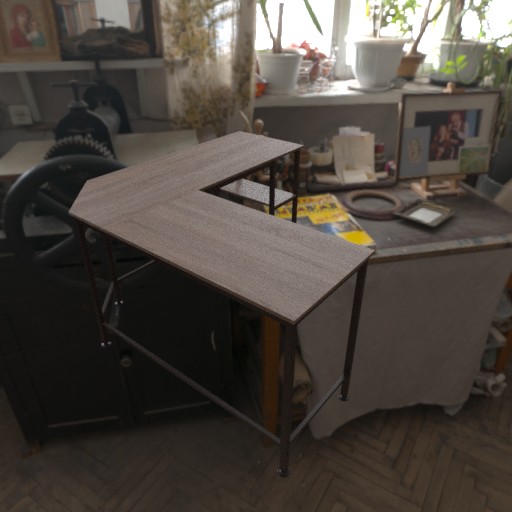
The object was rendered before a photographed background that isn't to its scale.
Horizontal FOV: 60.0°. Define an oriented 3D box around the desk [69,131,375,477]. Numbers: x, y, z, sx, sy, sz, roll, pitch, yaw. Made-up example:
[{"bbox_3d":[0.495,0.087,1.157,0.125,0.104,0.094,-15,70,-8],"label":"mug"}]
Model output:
[{"bbox_3d":[0.000,0.000,2.245,1.379,0.739,1.379,22,37,33],"label":"desk"}]
